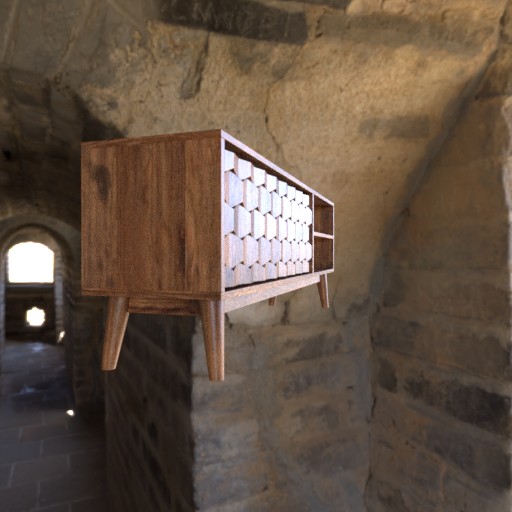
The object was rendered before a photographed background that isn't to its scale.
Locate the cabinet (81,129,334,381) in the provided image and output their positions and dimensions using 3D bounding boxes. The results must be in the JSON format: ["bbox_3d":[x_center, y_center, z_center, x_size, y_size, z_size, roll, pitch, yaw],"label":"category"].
[{"bbox_3d":[0.000,0.000,1.644,0.349,0.528,1.448,0,0,19],"label":"cabinet"}]
